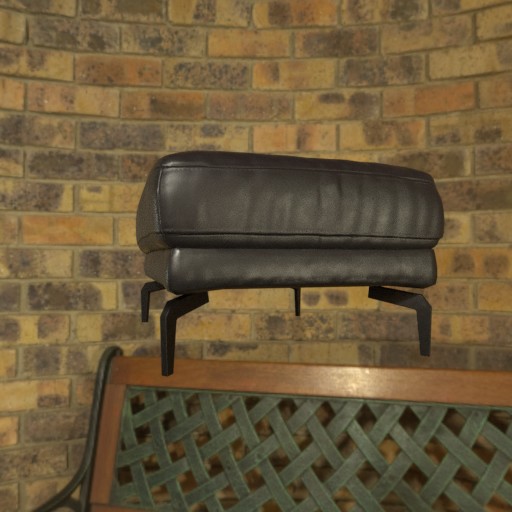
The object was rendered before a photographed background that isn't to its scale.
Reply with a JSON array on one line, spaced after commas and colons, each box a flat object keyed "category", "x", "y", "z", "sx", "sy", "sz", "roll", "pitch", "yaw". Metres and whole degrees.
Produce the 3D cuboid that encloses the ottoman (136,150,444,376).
[{"category": "ottoman", "x": 0.000, "y": 0.000, "z": 1.123, "sx": 0.570, "sy": 0.402, "sz": 0.764, "roll": 0, "pitch": -1, "yaw": -17}]
